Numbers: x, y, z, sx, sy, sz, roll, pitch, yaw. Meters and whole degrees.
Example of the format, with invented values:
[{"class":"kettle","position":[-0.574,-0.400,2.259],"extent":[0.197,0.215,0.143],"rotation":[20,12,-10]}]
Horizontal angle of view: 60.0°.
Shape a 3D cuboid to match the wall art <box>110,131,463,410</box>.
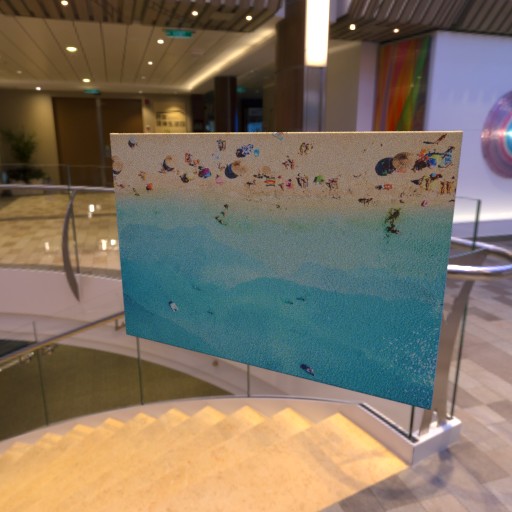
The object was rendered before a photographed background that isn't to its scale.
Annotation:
[{"class":"wall art","position":[0.000,0.000,1.432],"extent":[1.136,0.769,0.040],"rotation":[7,16,26]}]
